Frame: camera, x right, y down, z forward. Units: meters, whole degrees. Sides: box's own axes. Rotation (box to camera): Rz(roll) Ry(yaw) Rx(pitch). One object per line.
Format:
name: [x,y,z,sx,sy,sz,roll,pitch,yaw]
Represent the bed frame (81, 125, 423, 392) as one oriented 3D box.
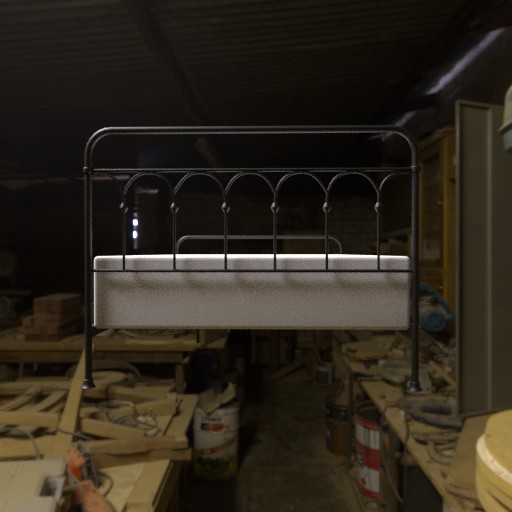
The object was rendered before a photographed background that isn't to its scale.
bed frame: [0.000,0.000,3.226,1.664,1.276,2.203,0,0,1]
